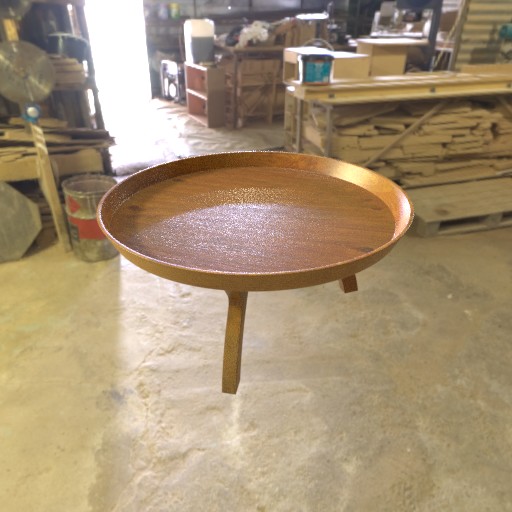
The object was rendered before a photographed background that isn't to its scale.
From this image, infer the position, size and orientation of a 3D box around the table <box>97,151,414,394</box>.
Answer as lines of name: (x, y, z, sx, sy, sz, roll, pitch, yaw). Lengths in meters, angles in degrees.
table: (0.000, 0.000, 1.596, 1.016, 0.470, 1.016, 0, 30, 0)
